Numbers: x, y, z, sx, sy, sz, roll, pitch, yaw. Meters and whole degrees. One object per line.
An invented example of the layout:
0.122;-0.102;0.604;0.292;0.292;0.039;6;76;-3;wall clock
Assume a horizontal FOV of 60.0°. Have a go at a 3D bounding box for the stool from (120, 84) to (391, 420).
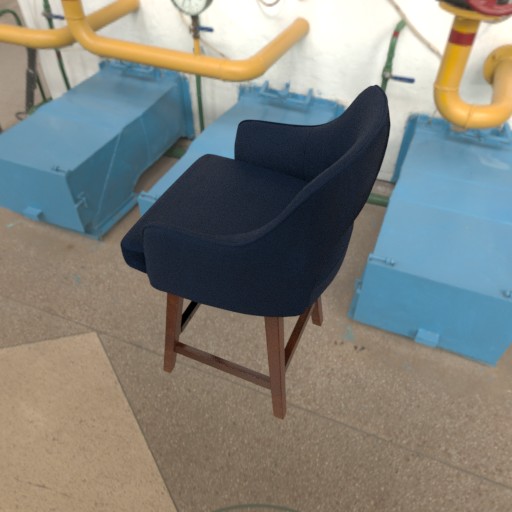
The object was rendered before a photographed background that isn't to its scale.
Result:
0.000;0.000;1.262;0.560;0.940;0.550;17;47;16;stool
